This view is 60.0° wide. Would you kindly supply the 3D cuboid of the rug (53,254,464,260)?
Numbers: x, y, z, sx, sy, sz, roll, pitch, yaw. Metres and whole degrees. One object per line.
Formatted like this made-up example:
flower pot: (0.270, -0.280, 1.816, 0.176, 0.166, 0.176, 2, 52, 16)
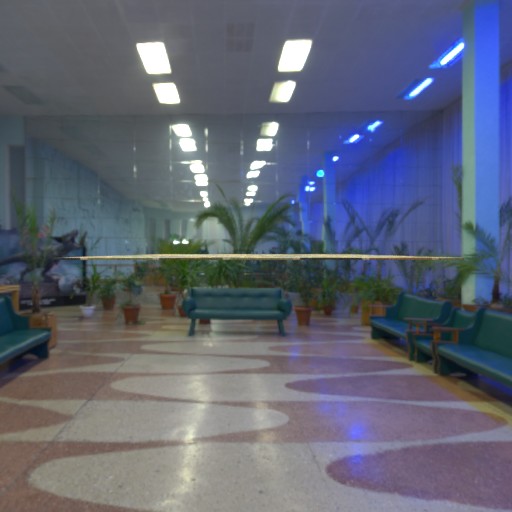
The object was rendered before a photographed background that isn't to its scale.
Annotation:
rug: (0.000, 0.000, 4.197, 2.439, 0.013, 3.200, 0, 1, -1)
